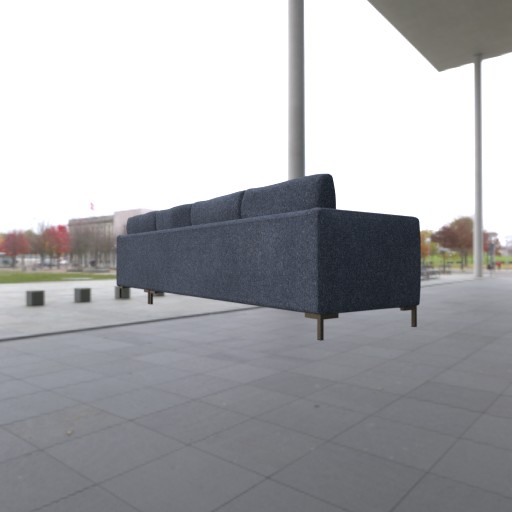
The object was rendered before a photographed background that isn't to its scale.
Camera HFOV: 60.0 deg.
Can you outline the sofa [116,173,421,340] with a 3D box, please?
[{"bbox_3d":[0.000,0.000,3.581,1.350,0.810,2.932,0,-1,-35],"label":"sofa"}]
